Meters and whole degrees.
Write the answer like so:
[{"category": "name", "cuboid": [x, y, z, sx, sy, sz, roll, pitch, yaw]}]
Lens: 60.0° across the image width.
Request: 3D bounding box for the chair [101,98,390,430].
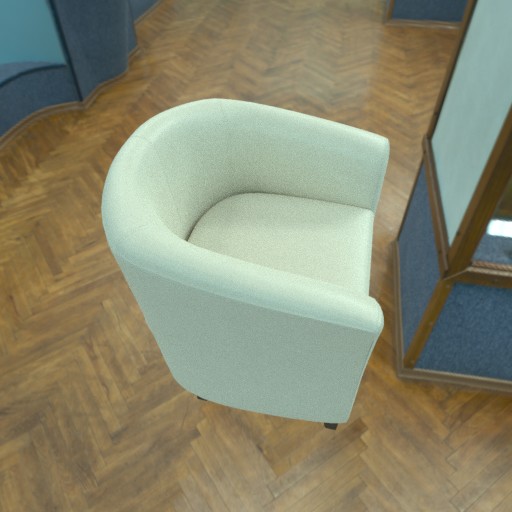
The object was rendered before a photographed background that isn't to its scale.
[{"category": "chair", "cuboid": [0.000, 0.000, 1.396, 0.727, 0.756, 0.792, 9, 46, 9]}]
